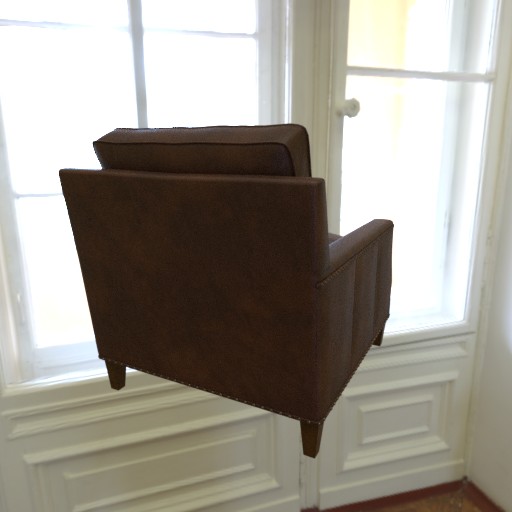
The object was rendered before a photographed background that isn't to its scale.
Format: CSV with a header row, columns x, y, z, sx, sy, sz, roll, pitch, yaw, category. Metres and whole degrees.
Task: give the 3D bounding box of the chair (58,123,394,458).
x,y,z,sx,sy,sz,roll,pitch,yaw,category
0.000,0.000,1.674,0.853,0.929,1.014,8,17,27,chair
